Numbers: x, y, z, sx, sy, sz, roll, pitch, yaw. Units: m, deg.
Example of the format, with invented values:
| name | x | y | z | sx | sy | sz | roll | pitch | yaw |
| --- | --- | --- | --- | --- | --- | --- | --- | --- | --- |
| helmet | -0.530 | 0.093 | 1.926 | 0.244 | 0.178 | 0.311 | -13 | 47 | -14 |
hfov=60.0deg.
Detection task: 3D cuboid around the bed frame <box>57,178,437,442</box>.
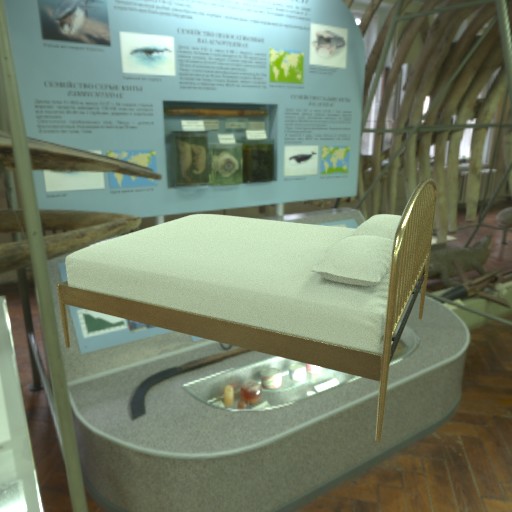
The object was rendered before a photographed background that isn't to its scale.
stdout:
| name | x | y | z | sx | sy | sz | roll | pitch | yaw |
| --- | --- | --- | --- | --- | --- | --- | --- | --- | --- |
| bed frame | 0.000 | 0.000 | 3.118 | 2.152 | 1.175 | 1.612 | 8 | 18 | 25 |
